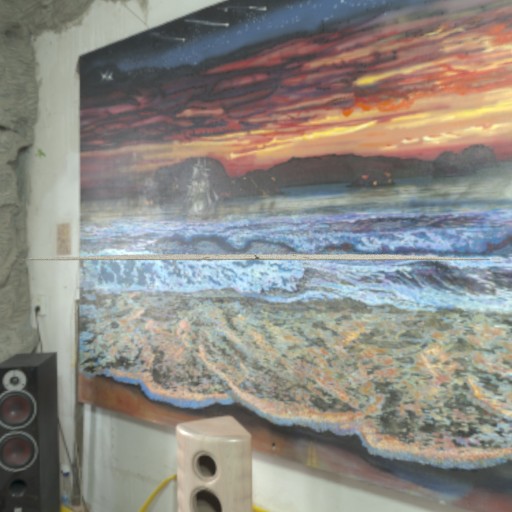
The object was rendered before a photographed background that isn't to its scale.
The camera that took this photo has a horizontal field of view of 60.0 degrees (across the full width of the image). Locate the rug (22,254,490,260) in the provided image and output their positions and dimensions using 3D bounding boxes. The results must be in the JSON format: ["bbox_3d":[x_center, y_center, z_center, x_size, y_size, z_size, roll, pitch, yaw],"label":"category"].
[{"bbox_3d":[0.000,0.000,4.087,3.061,0.022,2.468,0,1,0],"label":"rug"}]
